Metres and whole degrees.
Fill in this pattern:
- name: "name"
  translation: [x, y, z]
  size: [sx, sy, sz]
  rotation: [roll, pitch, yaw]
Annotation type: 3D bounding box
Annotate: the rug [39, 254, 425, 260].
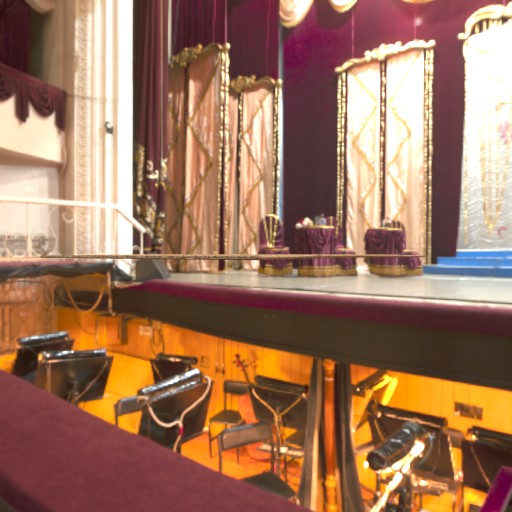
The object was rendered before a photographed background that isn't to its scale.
- name: "rug"
  translation: [0.000, 0.000, 3.924]
  size: [2.125, 0.028, 3.027]
  rotation: [0, 0, 37]
